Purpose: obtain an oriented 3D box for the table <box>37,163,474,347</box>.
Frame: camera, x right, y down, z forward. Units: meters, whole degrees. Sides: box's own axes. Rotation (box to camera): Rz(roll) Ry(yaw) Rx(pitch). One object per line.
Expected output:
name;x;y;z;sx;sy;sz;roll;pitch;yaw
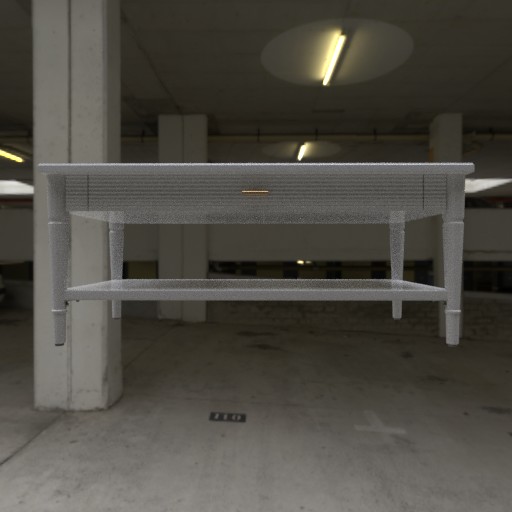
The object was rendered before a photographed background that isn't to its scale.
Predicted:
table;0.000;0.000;1.362;1.067;0.457;0.559;0;0;0
